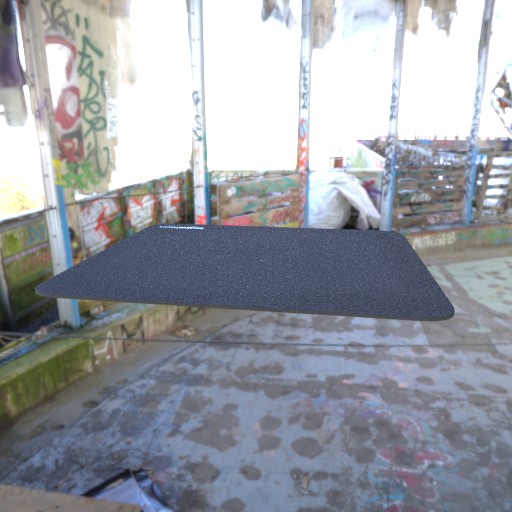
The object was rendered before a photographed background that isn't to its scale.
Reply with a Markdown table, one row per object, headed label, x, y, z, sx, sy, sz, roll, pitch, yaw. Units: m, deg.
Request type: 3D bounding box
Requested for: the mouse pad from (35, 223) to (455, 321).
| label | x | y | z | sx | sy | sz | roll | pitch | yaw |
| --- | --- | --- | --- | --- | --- | --- | --- | --- | --- |
| mouse pad | 0.000 | 0.000 | 0.345 | 0.249 | 0.002 | 0.211 | 3 | 16 | 9 |
